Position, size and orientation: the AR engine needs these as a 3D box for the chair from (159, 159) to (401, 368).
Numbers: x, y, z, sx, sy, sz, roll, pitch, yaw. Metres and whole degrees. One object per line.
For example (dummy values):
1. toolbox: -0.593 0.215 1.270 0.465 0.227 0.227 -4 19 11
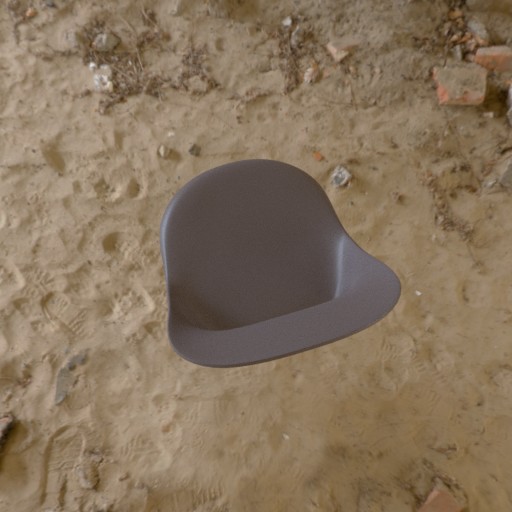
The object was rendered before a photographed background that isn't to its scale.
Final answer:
1. chair: 0.000 0.000 1.142 0.470 0.794 0.556 -16 75 -4
